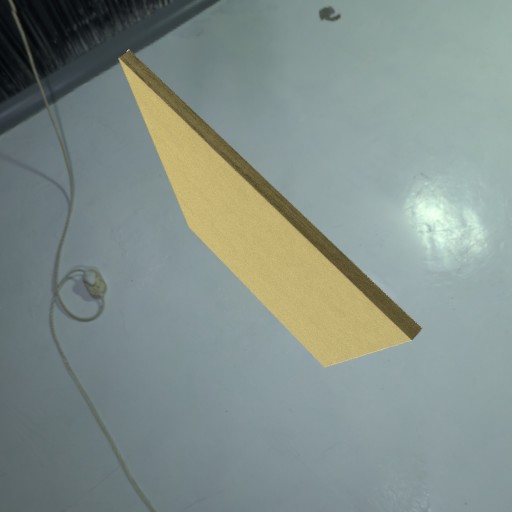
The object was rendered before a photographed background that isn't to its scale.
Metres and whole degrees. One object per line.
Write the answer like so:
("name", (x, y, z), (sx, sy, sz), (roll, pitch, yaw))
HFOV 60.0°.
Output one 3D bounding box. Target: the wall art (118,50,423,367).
("wall art", (0.000, 0.000, 1.319), (0.030, 1.002, 0.798), (-42, 78, -11))
